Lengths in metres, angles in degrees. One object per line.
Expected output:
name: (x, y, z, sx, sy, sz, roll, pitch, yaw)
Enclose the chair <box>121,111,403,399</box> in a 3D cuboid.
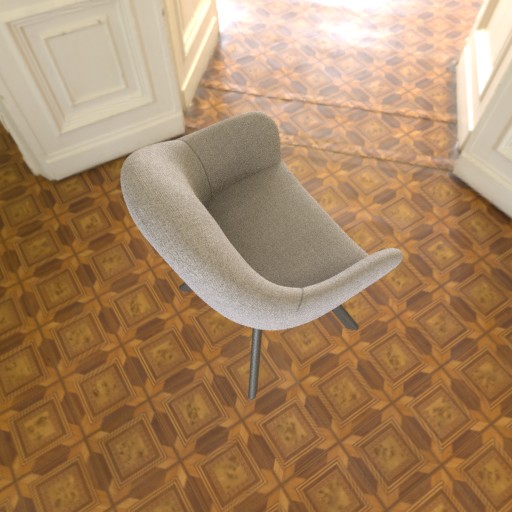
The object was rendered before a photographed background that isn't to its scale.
chair: (0.000, 0.000, 1.242, 0.550, 0.795, 0.590, -29, 63, -16)
